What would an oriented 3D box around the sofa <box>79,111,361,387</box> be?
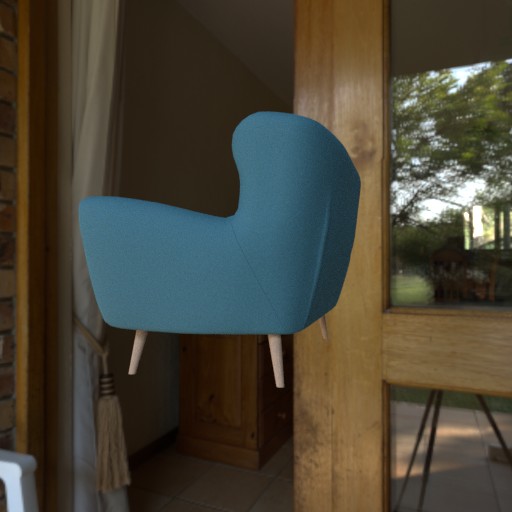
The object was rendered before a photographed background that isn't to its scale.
[{"bbox_3d":[0.000,0.000,2.030,0.889,0.889,1.397,0,0,18],"label":"sofa"}]
